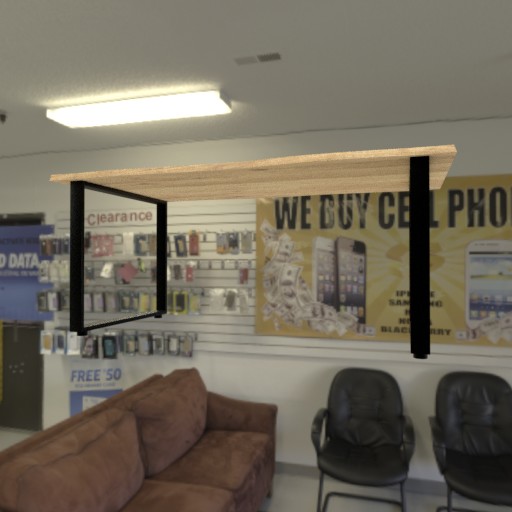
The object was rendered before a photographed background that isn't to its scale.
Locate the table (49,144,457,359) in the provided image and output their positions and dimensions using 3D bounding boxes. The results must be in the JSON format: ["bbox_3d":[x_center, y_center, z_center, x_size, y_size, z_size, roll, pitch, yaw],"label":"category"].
[{"bbox_3d":[0.000,0.000,2.267,1.800,0.780,0.900,0,-1,19],"label":"table"}]
